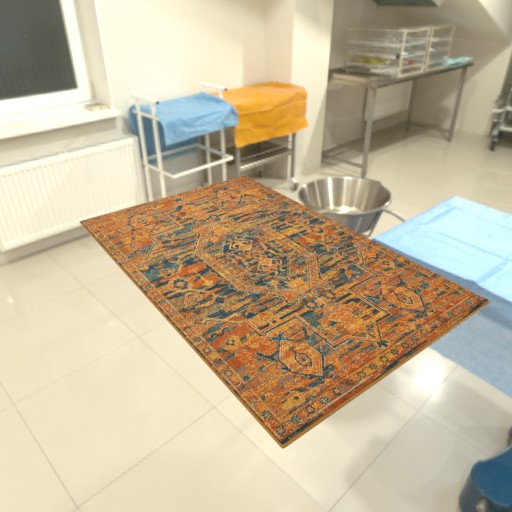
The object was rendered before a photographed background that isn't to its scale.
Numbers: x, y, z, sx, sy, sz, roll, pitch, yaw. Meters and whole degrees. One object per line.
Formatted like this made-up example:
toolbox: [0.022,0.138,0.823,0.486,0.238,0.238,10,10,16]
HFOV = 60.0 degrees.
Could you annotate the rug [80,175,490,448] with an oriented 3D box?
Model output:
rug: [0.000,0.000,1.059,0.557,0.008,0.863,-22,38,-31]
